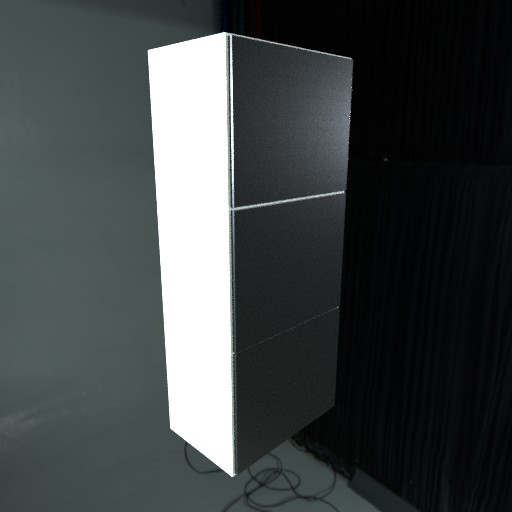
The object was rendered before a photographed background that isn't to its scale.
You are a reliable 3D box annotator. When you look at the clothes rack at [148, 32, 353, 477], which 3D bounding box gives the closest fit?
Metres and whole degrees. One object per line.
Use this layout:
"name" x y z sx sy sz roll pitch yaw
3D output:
"clothes rack" 0.000 0.000 1.416 0.330 1.187 0.500 15 21 43
